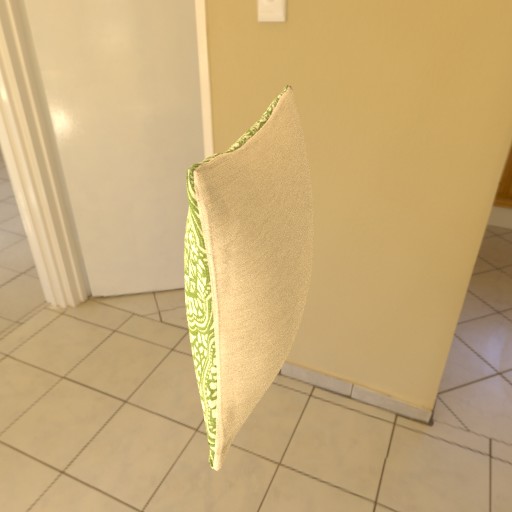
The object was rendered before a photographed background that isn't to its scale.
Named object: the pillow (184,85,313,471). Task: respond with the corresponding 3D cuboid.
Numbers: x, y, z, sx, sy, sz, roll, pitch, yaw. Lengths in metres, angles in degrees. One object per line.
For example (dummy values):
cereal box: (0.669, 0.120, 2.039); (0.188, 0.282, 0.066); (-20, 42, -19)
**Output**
pillow: (0.000, 0.000, 0.666); (0.162, 0.419, 0.440); (8, 32, 13)
